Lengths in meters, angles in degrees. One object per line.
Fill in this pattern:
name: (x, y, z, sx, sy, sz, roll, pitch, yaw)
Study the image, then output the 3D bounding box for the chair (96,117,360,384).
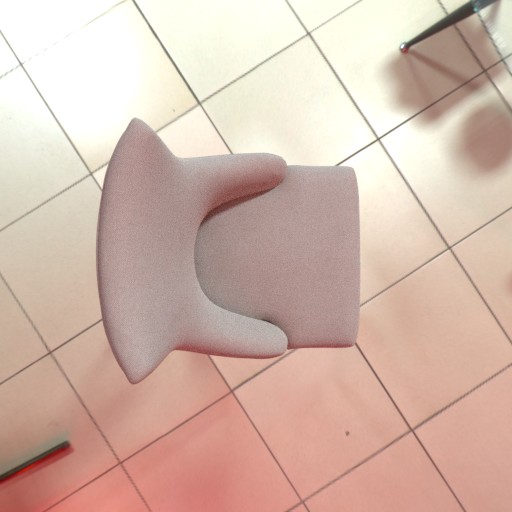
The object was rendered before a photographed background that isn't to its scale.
chair: (0.000, 0.000, 1.288, 0.629, 0.909, 0.566, 0, 89, 0)
